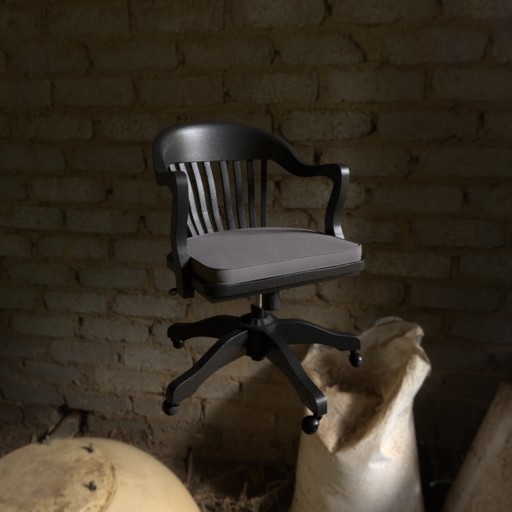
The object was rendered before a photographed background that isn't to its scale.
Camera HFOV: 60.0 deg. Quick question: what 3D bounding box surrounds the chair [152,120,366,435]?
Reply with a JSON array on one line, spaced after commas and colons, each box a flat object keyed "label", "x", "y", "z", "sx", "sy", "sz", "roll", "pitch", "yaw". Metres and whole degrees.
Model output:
[{"label": "chair", "x": 0.000, "y": 0.000, "z": 1.488, "sx": 0.750, "sy": 0.878, "sz": 0.788, "roll": -9, "pitch": 18, "yaw": -27}]
